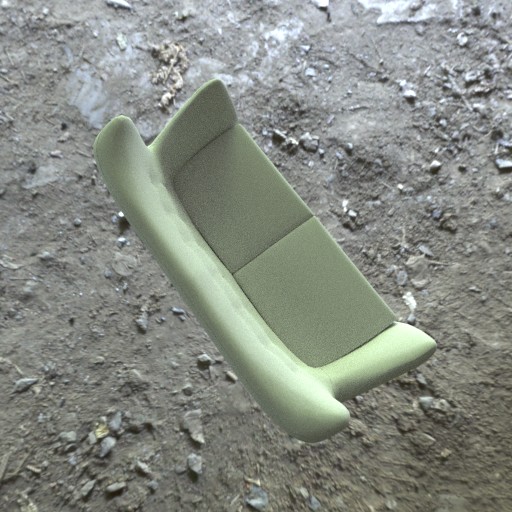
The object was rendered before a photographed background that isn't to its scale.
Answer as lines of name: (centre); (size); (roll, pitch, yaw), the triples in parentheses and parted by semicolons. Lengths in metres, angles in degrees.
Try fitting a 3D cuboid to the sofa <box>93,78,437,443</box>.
sofa: (0.000, 0.000, 2.484); (0.899, 0.890, 1.930); (-36, 79, -8)
